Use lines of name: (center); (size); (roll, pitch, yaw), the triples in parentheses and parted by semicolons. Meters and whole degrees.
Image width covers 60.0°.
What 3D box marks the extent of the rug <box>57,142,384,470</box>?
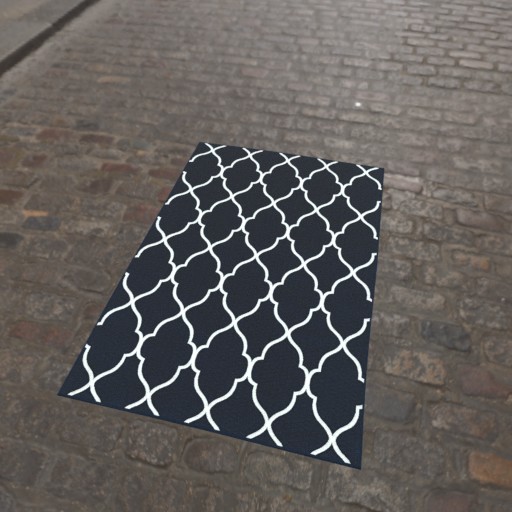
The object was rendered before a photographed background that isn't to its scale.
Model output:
rug: (0.000, 0.000, 2.854); (1.528, 0.014, 2.294); (10, 49, 9)
